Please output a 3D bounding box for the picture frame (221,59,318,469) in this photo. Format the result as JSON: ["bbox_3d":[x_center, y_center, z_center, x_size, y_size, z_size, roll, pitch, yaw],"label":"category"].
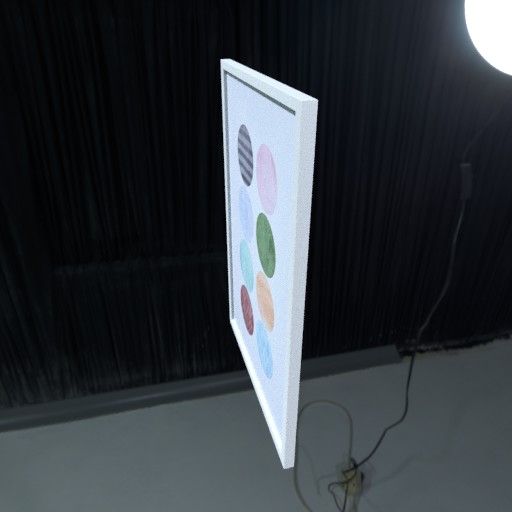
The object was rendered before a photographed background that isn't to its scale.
[{"bbox_3d":[0.000,0.000,0.567,0.013,0.434,0.305,-8,30,-13],"label":"picture frame"}]
